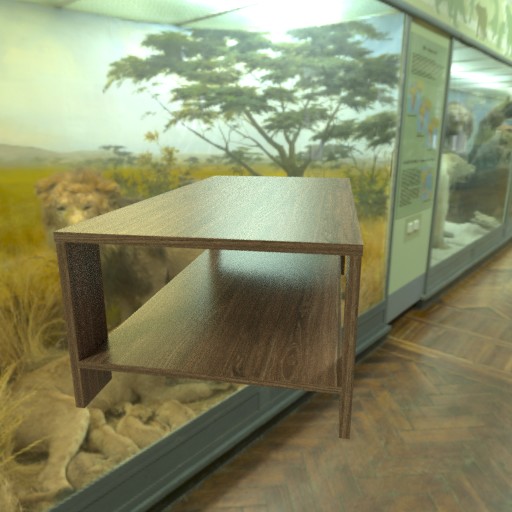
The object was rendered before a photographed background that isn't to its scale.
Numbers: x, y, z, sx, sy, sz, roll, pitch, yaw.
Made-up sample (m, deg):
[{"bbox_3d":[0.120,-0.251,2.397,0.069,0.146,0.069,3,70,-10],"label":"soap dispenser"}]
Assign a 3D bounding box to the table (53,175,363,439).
[{"bbox_3d":[0.000,0.000,1.449,0.600,0.400,1.200,3,16,10],"label":"table"}]
